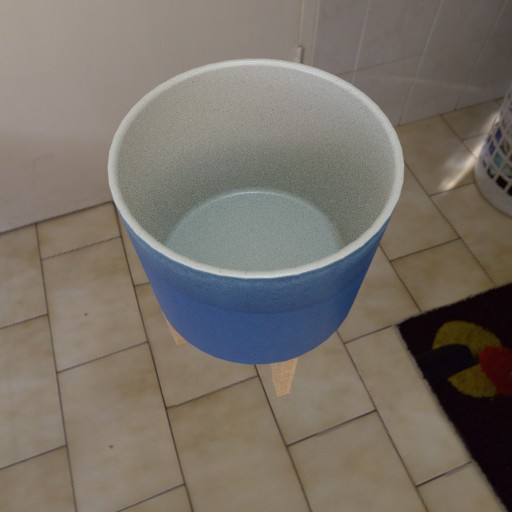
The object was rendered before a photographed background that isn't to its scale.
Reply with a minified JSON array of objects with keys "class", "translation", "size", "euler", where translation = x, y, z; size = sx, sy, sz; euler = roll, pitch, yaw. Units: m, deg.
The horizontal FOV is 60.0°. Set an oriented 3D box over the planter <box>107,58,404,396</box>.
[{"class":"planter","translation":[0.000,0.000,0.551],"size":[0.261,0.367,0.261],"euler":[0,59,0]}]
